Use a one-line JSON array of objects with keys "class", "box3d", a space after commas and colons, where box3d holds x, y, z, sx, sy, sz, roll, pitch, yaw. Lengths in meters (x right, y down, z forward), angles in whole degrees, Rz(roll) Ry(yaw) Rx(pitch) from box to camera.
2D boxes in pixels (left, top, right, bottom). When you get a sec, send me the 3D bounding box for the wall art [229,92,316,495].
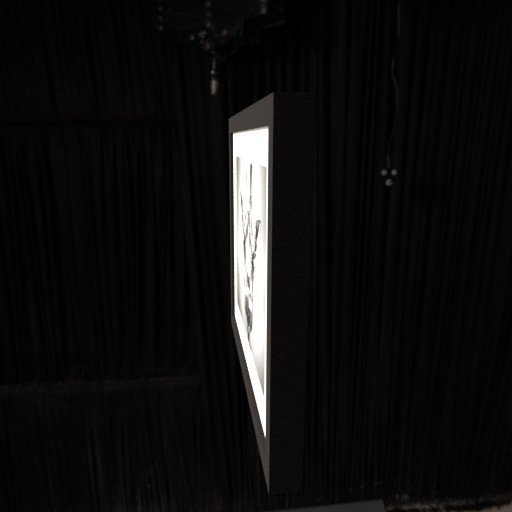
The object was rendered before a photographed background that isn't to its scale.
[{"class": "wall art", "box3d": [0.000, 0.000, 0.528, 0.031, 0.330, 0.381, -2, 15, -8]}]
